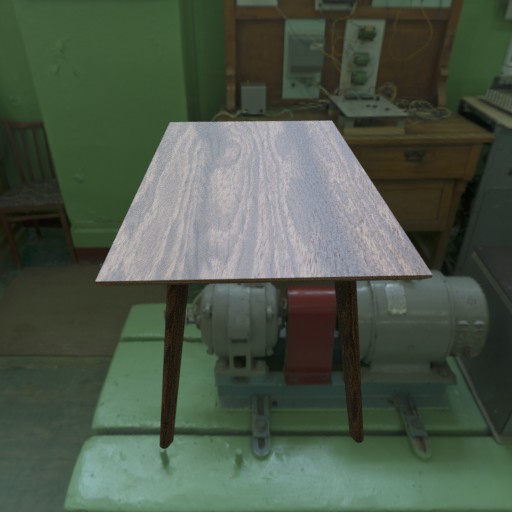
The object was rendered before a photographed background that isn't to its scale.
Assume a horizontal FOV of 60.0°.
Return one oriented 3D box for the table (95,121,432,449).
[{"bbox_3d":[0.000,0.000,1.813,0.801,0.724,1.349,-1,32,-2],"label":"table"}]
